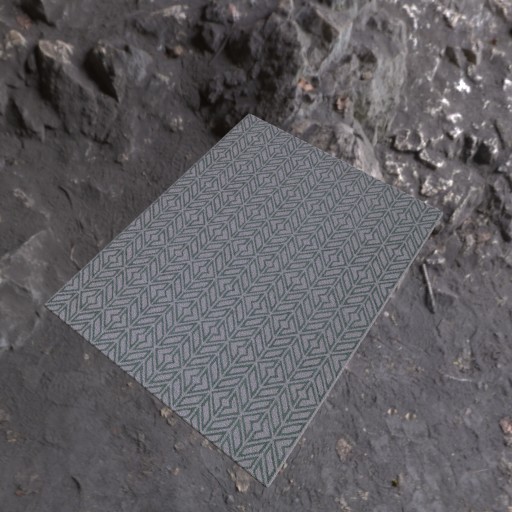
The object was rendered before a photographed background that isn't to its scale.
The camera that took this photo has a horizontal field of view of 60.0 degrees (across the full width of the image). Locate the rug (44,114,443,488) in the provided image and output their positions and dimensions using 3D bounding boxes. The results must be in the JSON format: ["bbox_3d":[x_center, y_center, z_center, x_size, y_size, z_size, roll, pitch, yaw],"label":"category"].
[{"bbox_3d":[0.000,0.000,4.186,2.441,0.017,3.050,32,64,18],"label":"rug"}]
